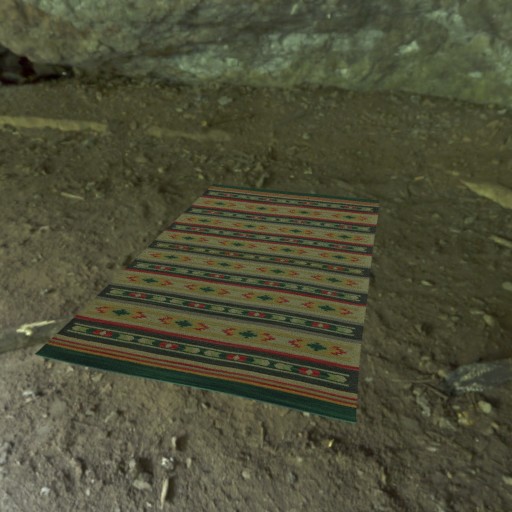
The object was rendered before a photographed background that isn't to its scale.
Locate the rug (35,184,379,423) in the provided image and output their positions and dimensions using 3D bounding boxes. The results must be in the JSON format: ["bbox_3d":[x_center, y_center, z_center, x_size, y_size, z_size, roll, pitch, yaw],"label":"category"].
[{"bbox_3d":[0.000,0.000,2.970,1.520,0.011,2.447,8,30,14],"label":"rug"}]
